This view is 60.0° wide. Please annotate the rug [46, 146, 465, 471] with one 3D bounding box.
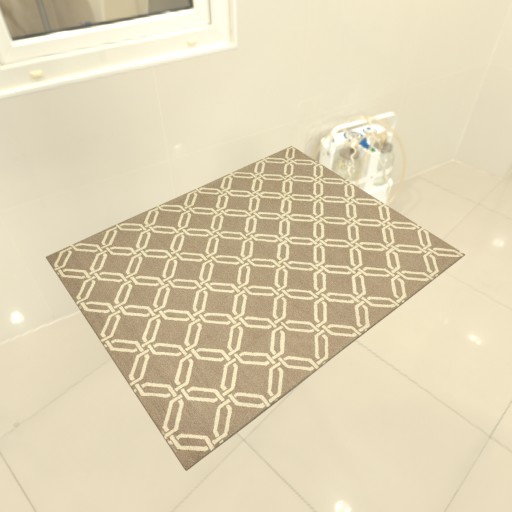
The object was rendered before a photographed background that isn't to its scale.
[{"bbox_3d":[0.000,0.000,3.891,2.895,0.018,2.288,-30,52,-26],"label":"rug"}]
